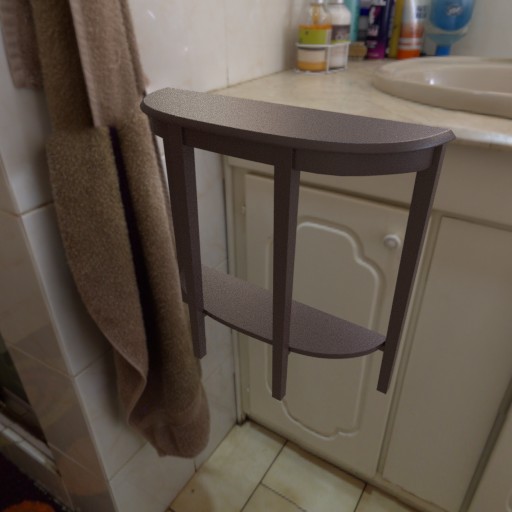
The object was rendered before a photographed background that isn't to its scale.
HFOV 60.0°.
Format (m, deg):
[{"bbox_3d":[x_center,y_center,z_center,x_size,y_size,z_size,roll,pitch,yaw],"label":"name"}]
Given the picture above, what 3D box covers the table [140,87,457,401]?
[{"bbox_3d":[0.000,0.000,1.329,0.909,0.831,0.274,19,36,29],"label":"table"}]
